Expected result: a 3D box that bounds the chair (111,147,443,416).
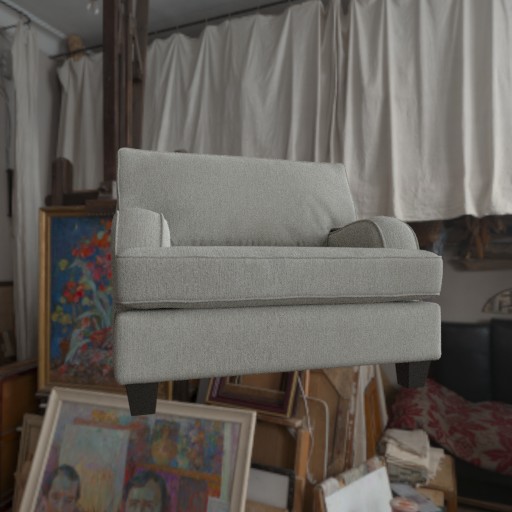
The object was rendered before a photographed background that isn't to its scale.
[{"bbox_3d":[0.000,0.000,1.973,1.220,1.016,1.041,0,0,-17],"label":"chair"}]
